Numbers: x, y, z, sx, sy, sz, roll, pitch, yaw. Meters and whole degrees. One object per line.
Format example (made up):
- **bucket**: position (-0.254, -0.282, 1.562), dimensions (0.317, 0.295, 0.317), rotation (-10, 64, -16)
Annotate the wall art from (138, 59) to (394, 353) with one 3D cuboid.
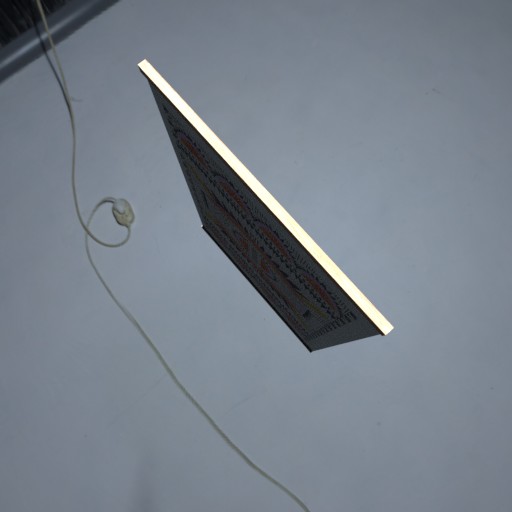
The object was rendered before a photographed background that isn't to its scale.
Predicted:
- **wall art**: position (0.000, 0.000, 1.913), dimensions (0.028, 1.533, 0.999), rotation (-40, 79, -9)
